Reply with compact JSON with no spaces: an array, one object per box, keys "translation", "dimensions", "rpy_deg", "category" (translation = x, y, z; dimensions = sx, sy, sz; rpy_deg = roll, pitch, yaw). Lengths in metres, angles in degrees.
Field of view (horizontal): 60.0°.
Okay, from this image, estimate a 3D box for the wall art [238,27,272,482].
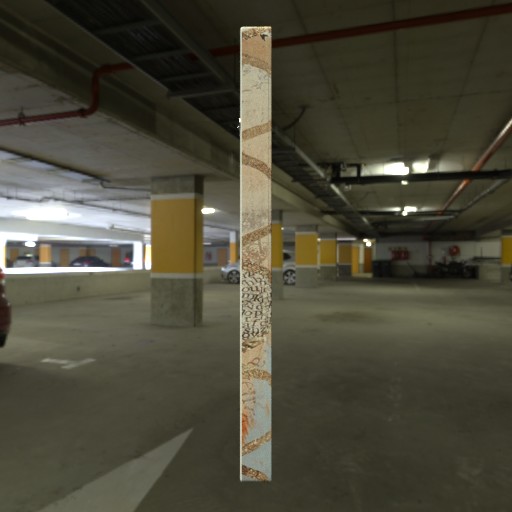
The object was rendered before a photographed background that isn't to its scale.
[{"translation":[0.000,0.000,0.743],"dimensions":[0.038,0.508,0.507],"rpy_deg":[0,-1,0],"category":"wall art"}]
